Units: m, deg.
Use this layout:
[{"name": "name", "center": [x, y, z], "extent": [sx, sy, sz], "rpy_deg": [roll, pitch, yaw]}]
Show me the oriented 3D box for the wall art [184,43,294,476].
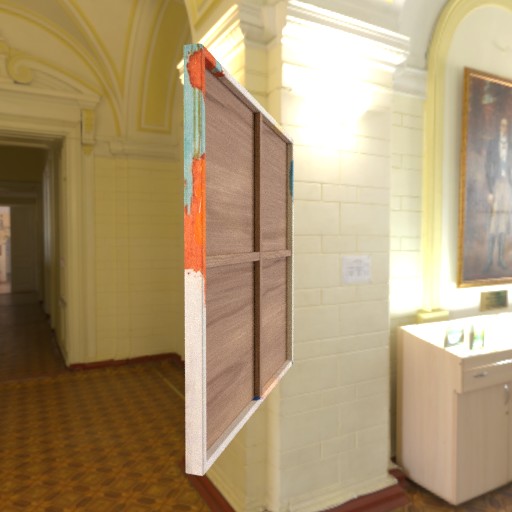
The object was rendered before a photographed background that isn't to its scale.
[{"name": "wall art", "center": [0.000, 0.000, 1.224], "extent": [0.037, 0.814, 0.814], "rpy_deg": [1, 2, 17]}]
